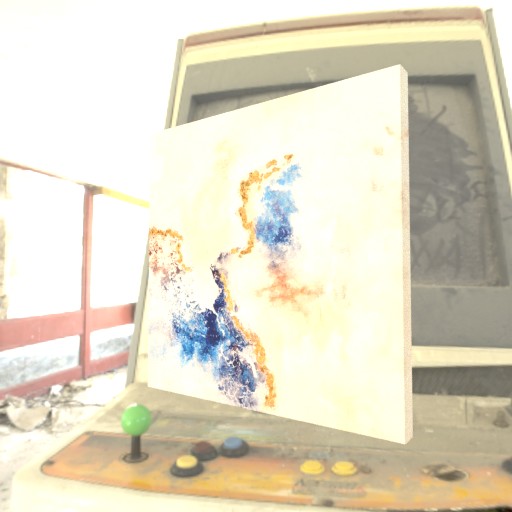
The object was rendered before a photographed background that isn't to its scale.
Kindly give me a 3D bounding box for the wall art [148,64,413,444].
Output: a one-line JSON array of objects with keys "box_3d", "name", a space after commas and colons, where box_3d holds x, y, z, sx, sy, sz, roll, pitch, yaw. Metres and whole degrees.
[{"box_3d": [0.000, 0.000, 1.572, 1.061, 1.061, 0.071, -2, -3, 36], "name": "wall art"}]
